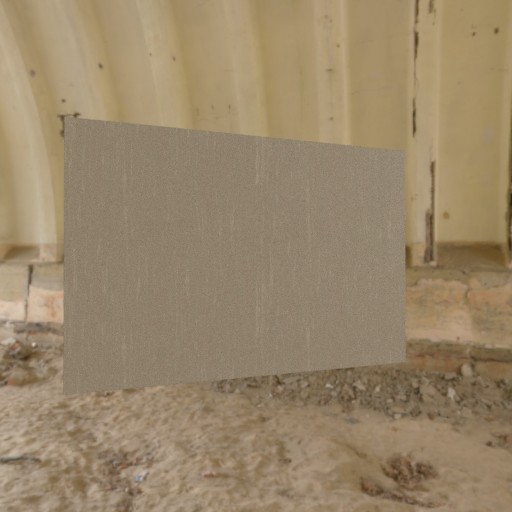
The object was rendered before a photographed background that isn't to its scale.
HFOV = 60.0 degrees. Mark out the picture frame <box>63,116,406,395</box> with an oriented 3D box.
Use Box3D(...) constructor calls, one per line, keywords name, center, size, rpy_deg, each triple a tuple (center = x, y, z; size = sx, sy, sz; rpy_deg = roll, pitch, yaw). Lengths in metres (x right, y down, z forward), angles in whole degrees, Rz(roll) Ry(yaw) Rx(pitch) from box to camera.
Box3D(name="picture frame", center=(0.000, 0.000, 1.195), size=(0.950, 0.640, 0.029), rpy_deg=(0, -1, -20))
